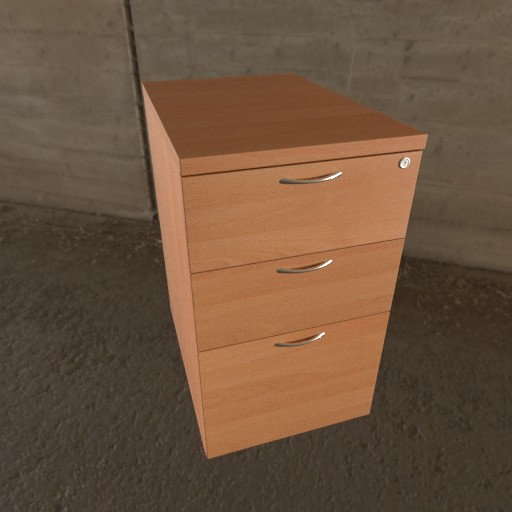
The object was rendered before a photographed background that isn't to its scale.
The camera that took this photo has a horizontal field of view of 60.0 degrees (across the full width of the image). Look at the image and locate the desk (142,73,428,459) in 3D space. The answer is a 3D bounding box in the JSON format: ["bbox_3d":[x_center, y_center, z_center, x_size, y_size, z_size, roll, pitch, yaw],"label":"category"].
[{"bbox_3d":[0.000,0.000,1.093,0.404,0.730,0.600,-9,33,-15],"label":"desk"}]
